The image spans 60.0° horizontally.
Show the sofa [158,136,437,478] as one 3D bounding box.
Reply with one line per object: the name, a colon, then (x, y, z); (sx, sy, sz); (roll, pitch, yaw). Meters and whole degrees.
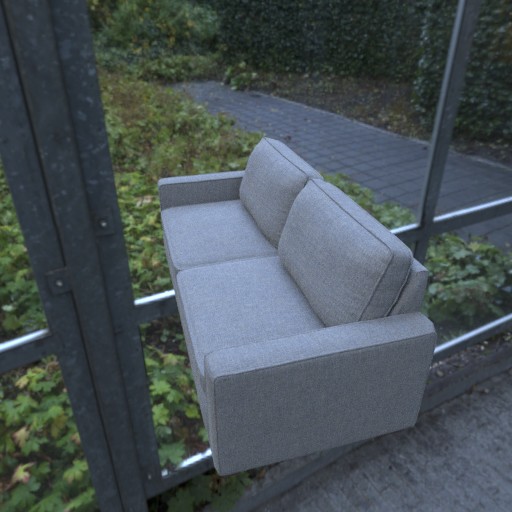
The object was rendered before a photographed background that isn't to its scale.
sofa: (0.000, 0.000, 2.561); (0.945, 0.918, 2.078); (-8, 31, -14)
